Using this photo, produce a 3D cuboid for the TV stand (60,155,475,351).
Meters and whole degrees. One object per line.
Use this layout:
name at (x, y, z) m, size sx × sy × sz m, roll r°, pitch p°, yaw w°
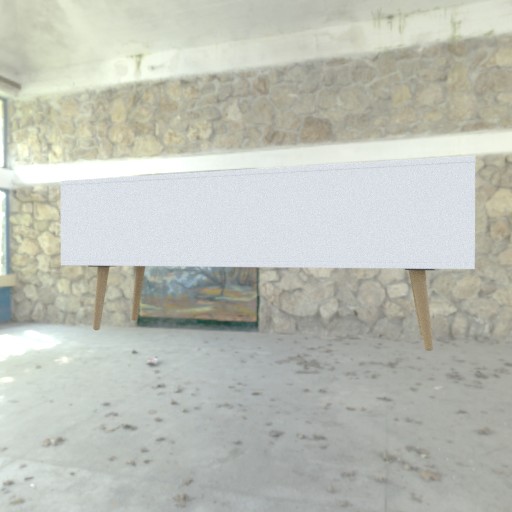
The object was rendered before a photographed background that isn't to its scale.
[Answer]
TV stand at (0.000, 0.000, 1.628) m, size 1.398 × 0.560 × 0.401 m, roll 0°, pitch 0°, yaw 18°
